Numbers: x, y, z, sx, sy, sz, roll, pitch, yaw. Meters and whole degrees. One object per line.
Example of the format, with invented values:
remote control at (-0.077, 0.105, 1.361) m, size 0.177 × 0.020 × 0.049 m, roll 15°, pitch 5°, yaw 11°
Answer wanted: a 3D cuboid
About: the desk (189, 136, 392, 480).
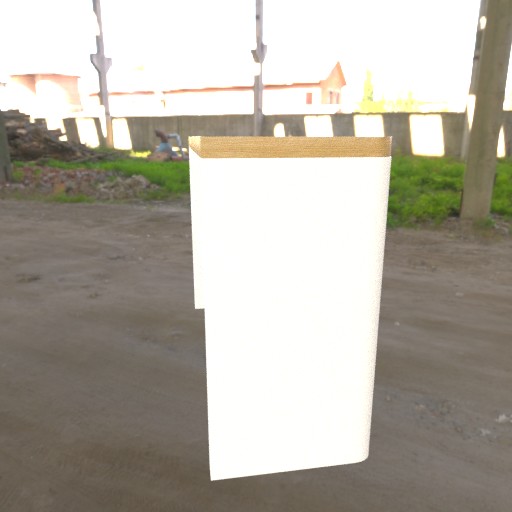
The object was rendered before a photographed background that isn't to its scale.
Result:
desk at (0.000, 0.000, 1.463) m, size 0.390 × 0.760 × 1.100 m, roll -2°, pitch 15°, yaw -9°
